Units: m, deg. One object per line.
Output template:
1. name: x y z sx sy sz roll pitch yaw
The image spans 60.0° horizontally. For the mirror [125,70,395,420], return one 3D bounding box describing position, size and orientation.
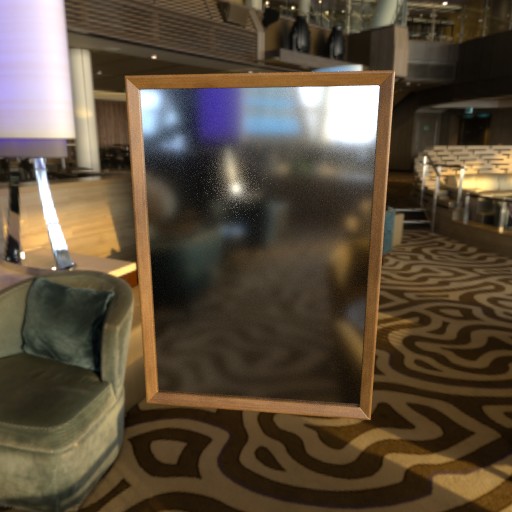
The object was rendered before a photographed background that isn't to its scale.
1. mirror: 0.000 0.000 0.928 0.508 0.711 0.039 2 14 7
